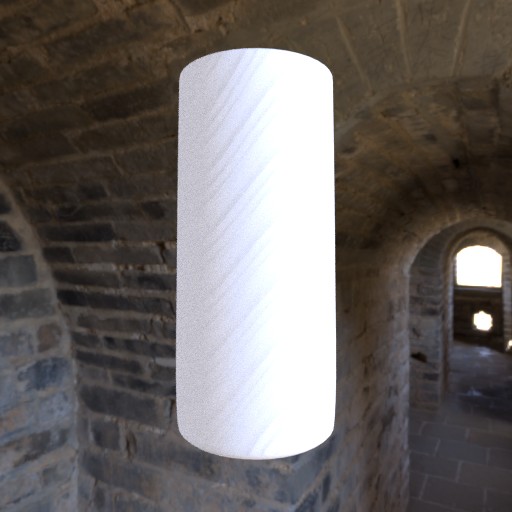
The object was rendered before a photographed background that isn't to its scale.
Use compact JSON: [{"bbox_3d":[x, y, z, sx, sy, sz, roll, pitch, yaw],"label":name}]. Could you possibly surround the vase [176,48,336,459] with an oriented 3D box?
[{"bbox_3d":[0.000,0.000,0.404,0.143,0.316,0.143,0,0,0],"label":"vase"}]
